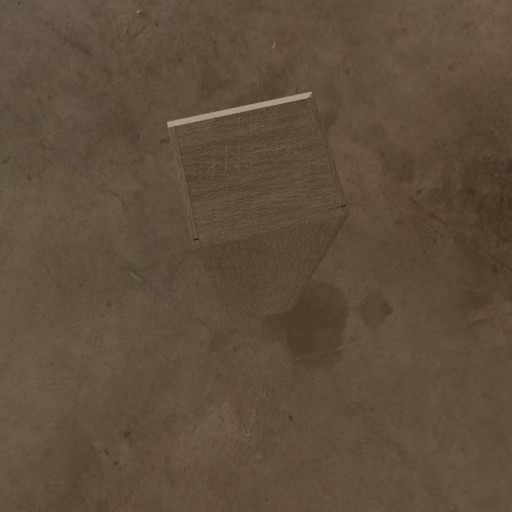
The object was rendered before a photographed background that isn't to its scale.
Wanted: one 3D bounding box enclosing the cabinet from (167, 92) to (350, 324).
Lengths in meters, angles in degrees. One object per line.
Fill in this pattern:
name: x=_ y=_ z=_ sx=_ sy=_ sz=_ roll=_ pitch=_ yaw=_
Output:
cabinet: x=0.000 y=0.000 z=1.536 sx=0.300 sy=1.400 sz=0.270 roll=-13 pitch=76 yaw=-3
